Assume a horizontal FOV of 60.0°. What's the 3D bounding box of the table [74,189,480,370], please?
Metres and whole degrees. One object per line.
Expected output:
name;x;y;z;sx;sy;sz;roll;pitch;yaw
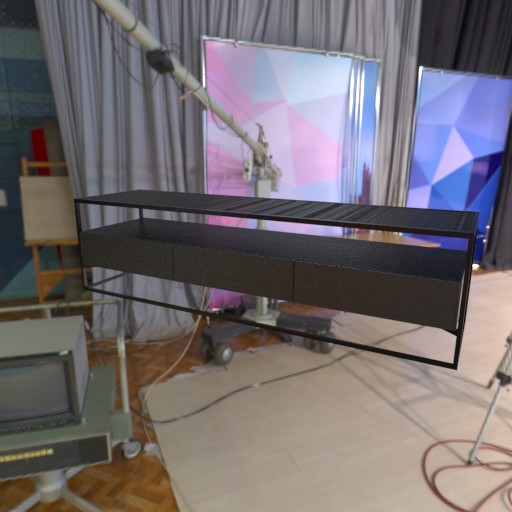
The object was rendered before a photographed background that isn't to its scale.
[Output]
table;0.000;0.000;1.701;1.486;0.395;0.399;8;17;27
